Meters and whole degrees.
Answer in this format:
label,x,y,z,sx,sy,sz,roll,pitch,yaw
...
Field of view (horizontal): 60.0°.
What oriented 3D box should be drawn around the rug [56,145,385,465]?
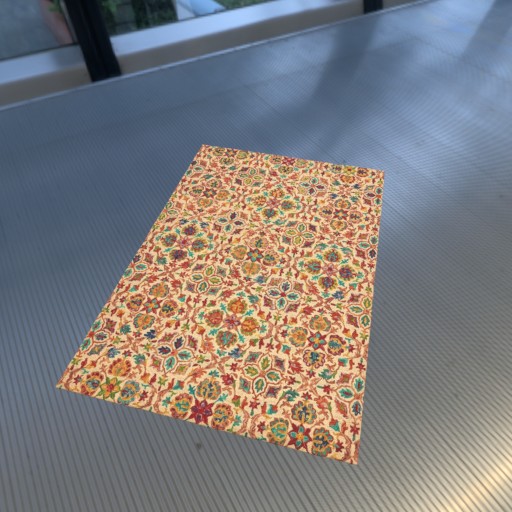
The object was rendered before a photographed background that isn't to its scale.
label,x,y,z,sx,sy,sz,roll,pitch,yaw
rug,0.000,0.000,2.316,1.226,0.013,1.838,11,48,10
